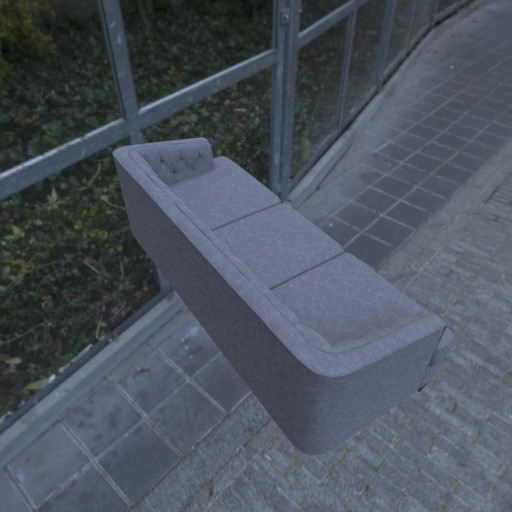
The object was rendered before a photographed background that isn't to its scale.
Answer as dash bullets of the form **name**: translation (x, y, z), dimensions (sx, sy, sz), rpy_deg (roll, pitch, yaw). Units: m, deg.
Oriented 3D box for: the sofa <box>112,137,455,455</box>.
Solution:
- **sofa**: translation (0.000, 0.000, 2.719), dimensions (0.917, 0.806, 2.247), rpy_deg (-24, 47, -25)
